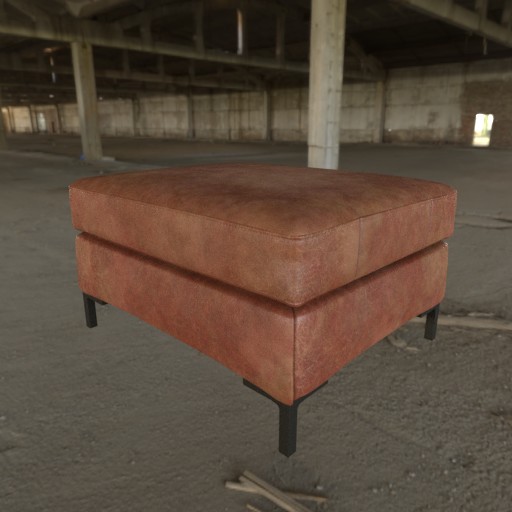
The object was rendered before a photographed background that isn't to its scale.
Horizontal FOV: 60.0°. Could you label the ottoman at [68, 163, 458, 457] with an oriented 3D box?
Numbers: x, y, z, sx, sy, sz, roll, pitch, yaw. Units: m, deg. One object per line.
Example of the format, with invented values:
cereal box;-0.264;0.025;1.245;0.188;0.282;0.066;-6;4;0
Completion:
ottoman;0.000;0.000;1.765;1.186;0.667;0.965;16;23;42
